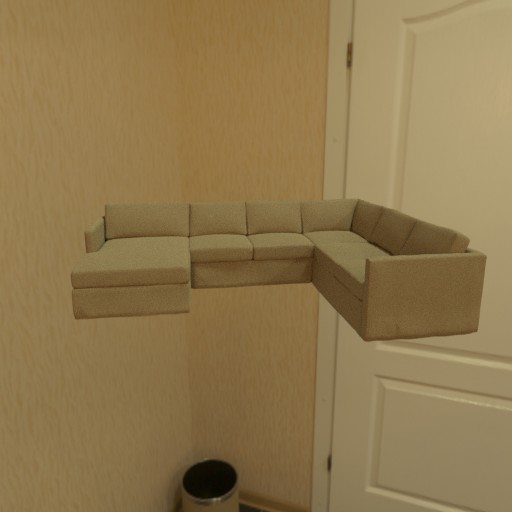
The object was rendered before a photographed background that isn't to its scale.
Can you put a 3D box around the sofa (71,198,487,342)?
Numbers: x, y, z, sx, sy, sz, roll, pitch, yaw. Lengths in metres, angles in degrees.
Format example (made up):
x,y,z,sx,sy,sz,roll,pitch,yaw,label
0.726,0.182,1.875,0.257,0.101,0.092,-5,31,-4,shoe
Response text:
x,y,z,sx,sy,sz,roll,pitch,yaw,label
0.000,0.000,4.578,3.528,0.878,2.476,-2,15,-8,sofa
